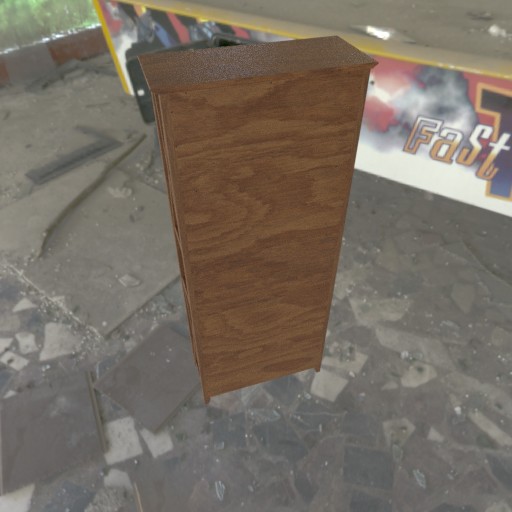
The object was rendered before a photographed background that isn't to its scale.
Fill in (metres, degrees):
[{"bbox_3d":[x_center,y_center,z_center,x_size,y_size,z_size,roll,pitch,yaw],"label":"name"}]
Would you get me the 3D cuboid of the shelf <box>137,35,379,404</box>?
[{"bbox_3d":[0.000,0.000,2.229,0.805,1.905,0.335,-12,43,-13],"label":"shelf"}]
